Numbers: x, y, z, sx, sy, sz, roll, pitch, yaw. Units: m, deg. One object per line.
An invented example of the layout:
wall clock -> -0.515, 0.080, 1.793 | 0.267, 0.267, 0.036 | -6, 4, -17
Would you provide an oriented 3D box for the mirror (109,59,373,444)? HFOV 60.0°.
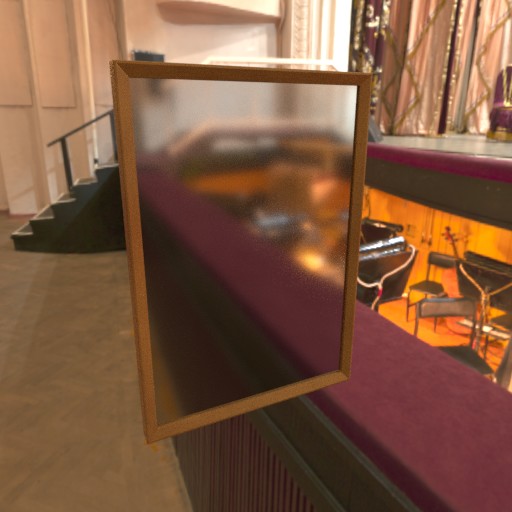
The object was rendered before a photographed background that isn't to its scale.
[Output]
mirror -> 0.000, 0.000, 0.907 | 0.507, 0.710, 0.039 | -9, 20, -25
